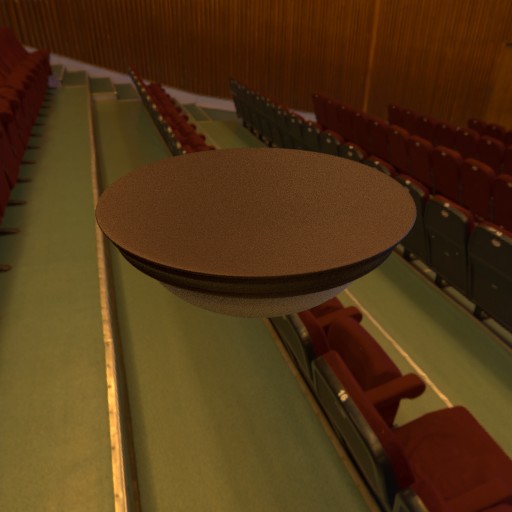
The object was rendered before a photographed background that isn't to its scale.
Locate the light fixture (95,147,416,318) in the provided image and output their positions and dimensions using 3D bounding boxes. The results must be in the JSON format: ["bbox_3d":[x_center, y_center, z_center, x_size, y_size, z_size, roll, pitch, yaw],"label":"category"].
[{"bbox_3d":[0.000,0.000,0.438,0.280,0.135,0.280,0,30,0],"label":"light fixture"}]
